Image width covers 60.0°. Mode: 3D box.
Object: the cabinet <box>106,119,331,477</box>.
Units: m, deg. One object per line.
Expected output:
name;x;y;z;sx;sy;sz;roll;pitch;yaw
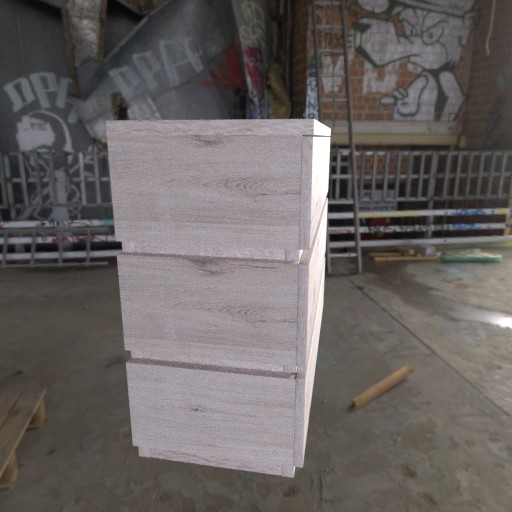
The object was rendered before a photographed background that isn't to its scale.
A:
cabinet;0.000;0.000;1.457;0.420;0.820;1.040;3;15;11
